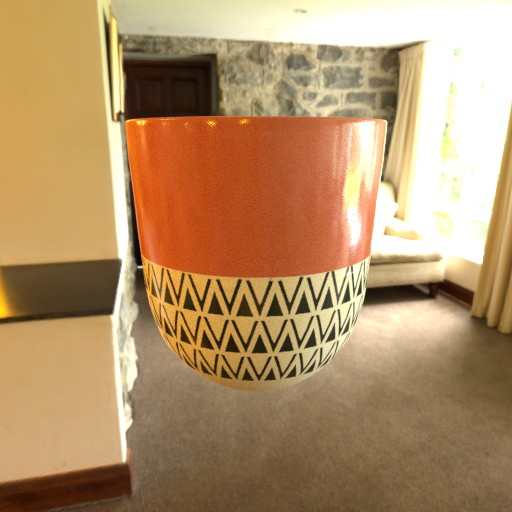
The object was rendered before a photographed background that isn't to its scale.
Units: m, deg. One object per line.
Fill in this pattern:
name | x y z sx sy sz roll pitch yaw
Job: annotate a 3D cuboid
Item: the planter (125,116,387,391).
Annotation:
planter | 0.000 0.000 0.369 0.195 0.214 0.195 0 15 0
